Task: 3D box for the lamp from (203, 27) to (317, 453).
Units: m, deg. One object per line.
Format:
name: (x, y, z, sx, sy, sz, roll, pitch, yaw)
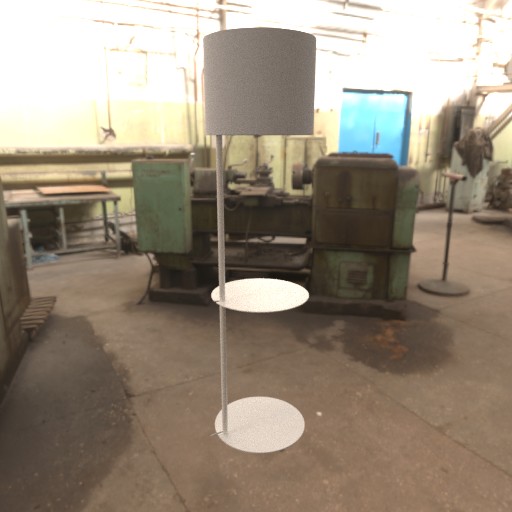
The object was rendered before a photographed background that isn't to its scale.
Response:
lamp: (0.000, 0.000, 1.642, 0.405, 1.465, 0.372, -8, 17, -27)
